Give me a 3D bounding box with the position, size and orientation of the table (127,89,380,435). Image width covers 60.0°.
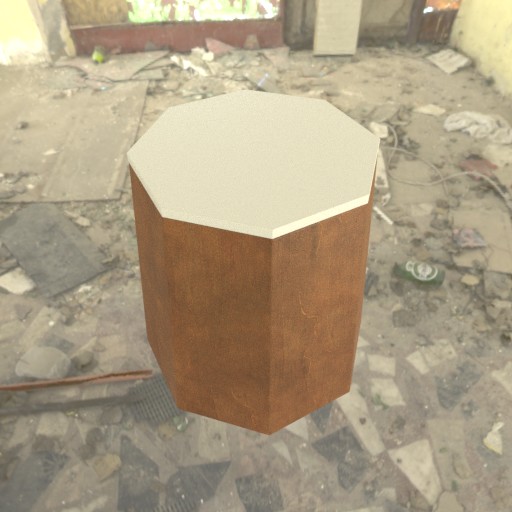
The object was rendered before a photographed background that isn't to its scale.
[{"bbox_3d":[0.000,0.000,0.807,0.439,0.457,0.439,11,46,10],"label":"table"}]
